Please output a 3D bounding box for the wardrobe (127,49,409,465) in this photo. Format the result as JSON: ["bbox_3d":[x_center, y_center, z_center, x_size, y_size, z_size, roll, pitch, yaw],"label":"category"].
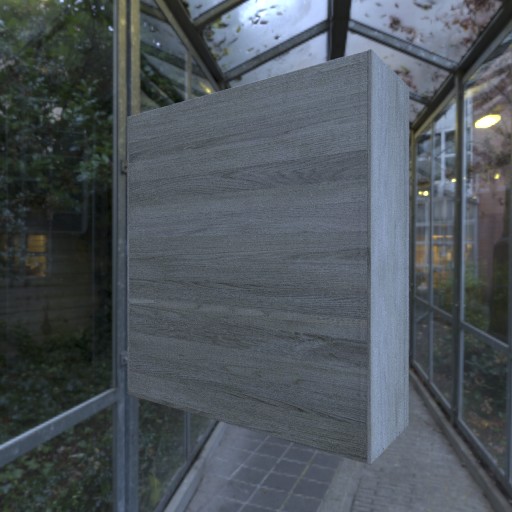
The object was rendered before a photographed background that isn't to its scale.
[{"bbox_3d":[0.000,0.000,2.855,1.780,1.960,0.629,0,0,36],"label":"wardrobe"}]
